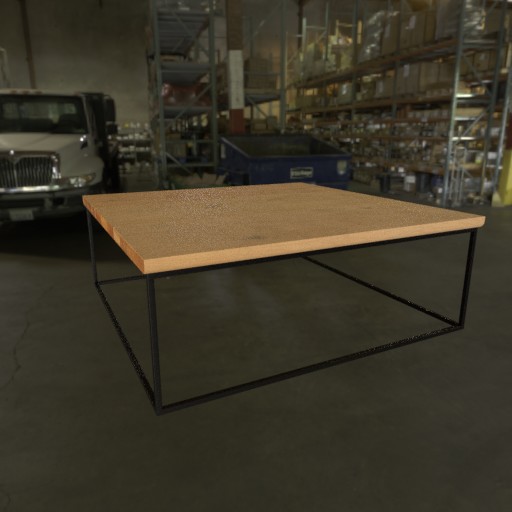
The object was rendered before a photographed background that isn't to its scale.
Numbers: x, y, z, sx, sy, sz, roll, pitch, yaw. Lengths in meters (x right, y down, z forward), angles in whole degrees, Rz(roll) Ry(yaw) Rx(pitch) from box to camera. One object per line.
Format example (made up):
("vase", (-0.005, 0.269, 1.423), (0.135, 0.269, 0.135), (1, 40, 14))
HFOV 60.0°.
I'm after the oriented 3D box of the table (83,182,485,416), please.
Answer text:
("table", (0.000, 0.000, 1.714), (1.100, 0.400, 1.100), (-8, 18, -26))
